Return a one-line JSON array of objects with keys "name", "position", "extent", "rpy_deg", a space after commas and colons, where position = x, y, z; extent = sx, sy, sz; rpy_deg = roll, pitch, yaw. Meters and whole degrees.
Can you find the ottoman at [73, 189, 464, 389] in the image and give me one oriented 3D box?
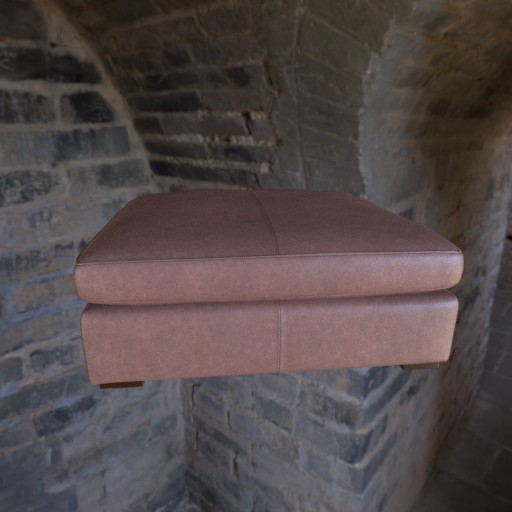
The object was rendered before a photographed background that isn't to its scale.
[{"name": "ottoman", "position": [0.000, 0.000, 1.833], "extent": [1.168, 0.490, 1.168], "rpy_deg": [-2, 16, -6]}]
